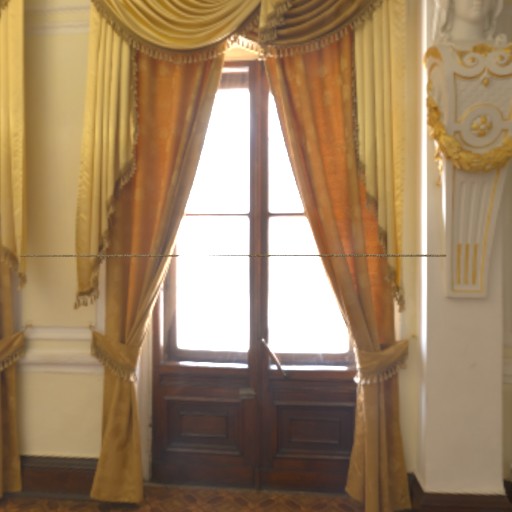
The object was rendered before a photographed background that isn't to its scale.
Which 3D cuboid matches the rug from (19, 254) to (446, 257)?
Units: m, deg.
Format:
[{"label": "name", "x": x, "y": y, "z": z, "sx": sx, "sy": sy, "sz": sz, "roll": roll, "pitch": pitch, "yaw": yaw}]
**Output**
[{"label": "rug", "x": 0.000, "y": 0.000, "z": 4.107, "sx": 3.034, "sy": 0.012, "sz": 2.471, "roll": 0, "pitch": 0, "yaw": 18}]
